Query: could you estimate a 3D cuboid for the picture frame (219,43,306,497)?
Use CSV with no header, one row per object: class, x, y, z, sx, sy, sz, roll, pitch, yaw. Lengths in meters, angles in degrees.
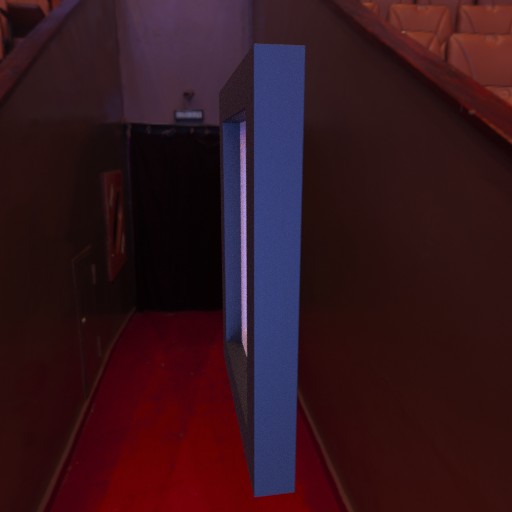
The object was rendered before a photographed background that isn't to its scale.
picture frame,0.000,0.000,0.273,0.028,0.208,0.157,-2,14,-9
